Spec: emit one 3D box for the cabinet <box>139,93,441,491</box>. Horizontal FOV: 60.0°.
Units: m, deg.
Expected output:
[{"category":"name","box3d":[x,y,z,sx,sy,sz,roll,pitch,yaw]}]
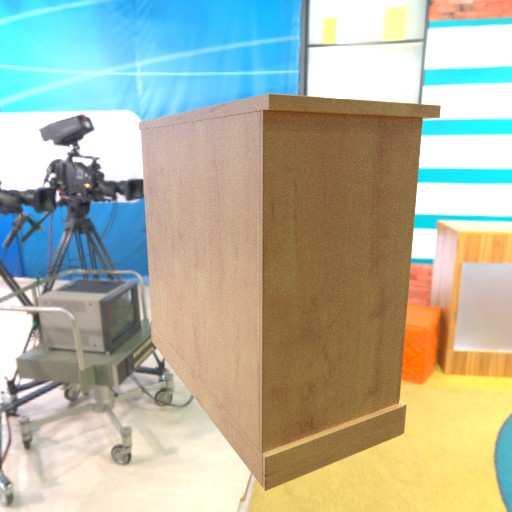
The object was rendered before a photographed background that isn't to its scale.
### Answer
[{"category":"cabinet","box3d":[0.000,0.000,1.386,0.450,0.840,0.920,-7,15,-28]}]
